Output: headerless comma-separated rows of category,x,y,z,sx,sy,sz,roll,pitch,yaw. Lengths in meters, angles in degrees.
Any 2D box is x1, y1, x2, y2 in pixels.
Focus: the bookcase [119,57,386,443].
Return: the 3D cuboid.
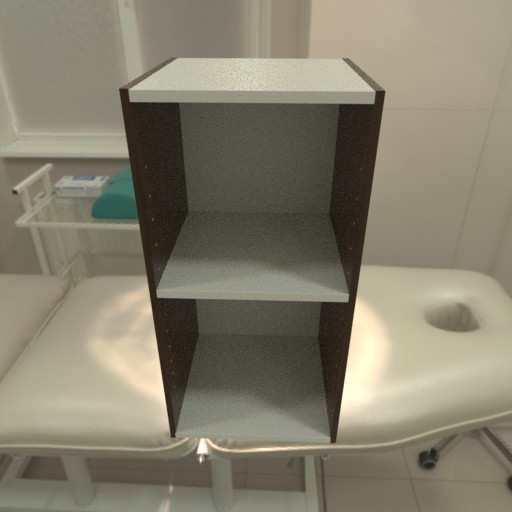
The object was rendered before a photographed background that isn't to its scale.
bookcase,0.000,0.000,0.770,0.300,0.600,0.290,1,31,2
